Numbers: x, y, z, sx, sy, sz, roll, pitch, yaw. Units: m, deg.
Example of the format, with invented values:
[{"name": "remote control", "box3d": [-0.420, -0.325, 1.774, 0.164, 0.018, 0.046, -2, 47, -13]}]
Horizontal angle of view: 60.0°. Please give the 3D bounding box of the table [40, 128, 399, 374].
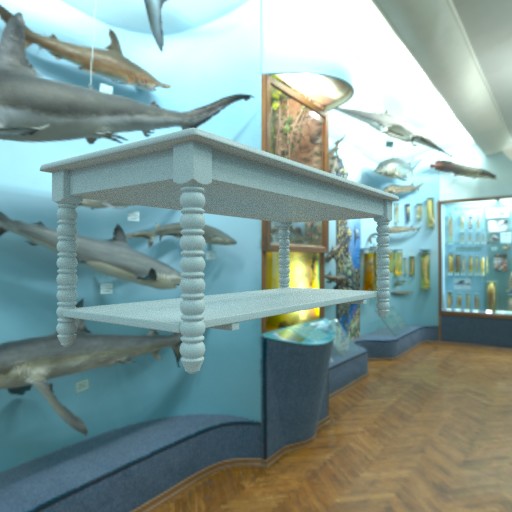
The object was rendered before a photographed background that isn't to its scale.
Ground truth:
[{"name": "table", "box3d": [0.000, 0.000, 1.479, 0.580, 0.487, 1.171, 0, -1, 37]}]
